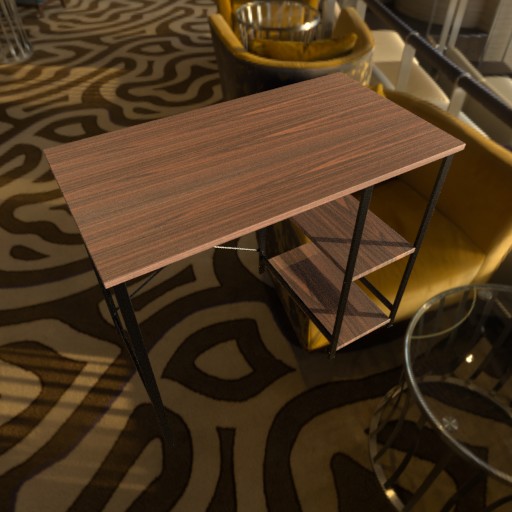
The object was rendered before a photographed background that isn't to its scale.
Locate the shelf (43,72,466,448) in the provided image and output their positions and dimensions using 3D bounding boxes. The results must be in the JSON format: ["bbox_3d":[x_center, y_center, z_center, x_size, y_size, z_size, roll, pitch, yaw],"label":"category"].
[{"bbox_3d":[0.000,0.000,1.342,0.902,0.750,0.498,-22,49,-21],"label":"shelf"}]
